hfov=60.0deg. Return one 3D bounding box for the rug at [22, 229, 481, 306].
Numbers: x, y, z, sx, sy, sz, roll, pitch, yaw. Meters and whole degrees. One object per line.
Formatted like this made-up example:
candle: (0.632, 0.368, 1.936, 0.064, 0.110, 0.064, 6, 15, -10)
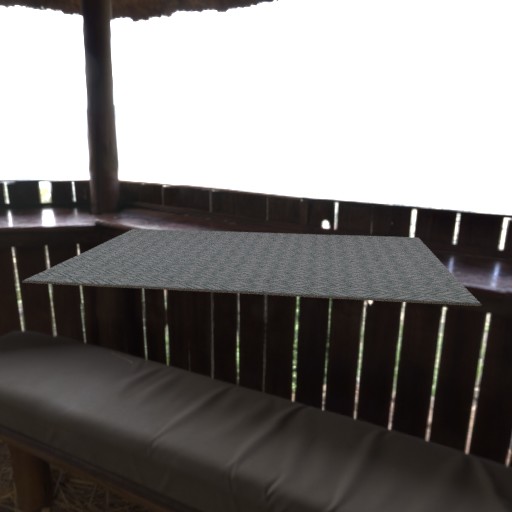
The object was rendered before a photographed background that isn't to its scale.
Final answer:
rug: (0.000, 0.000, 3.041, 2.435, 0.011, 1.517, 2, 15, 8)
